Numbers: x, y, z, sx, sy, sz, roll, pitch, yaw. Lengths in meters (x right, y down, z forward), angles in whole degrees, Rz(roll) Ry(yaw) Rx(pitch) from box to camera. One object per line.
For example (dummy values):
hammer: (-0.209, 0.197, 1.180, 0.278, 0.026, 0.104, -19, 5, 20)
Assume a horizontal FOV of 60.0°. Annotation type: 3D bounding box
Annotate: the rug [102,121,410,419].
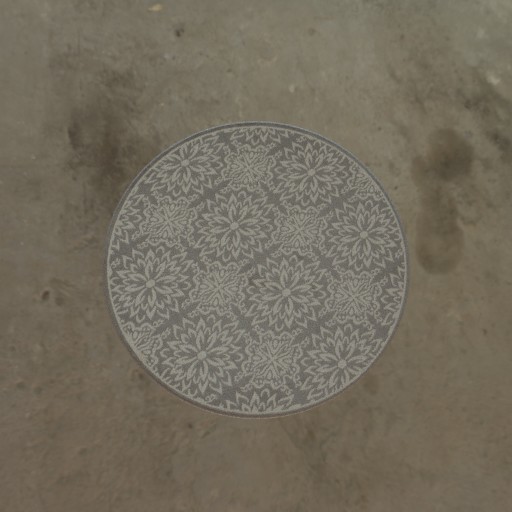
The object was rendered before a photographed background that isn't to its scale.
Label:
rug: (0.000, 0.000, 2.302, 1.593, 0.012, 1.593, 0, 74, 0)
